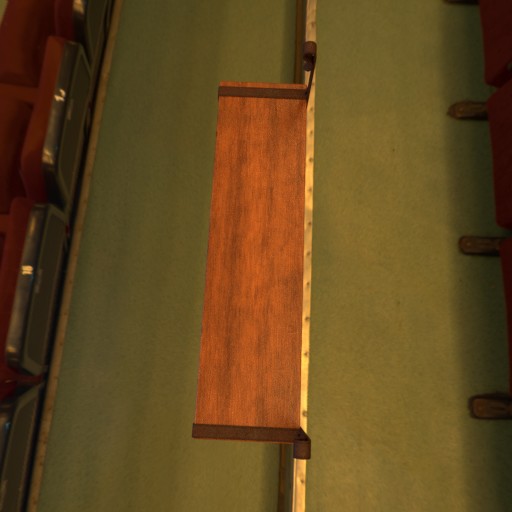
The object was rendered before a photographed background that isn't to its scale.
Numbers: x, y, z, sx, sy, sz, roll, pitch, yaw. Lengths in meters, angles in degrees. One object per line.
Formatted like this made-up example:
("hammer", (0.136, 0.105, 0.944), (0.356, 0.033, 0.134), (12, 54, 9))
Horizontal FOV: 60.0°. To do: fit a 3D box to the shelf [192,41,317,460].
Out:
("shelf", (0.000, 0.000, 0.703), (0.146, 0.330, 0.567), (3, 76, 1))
